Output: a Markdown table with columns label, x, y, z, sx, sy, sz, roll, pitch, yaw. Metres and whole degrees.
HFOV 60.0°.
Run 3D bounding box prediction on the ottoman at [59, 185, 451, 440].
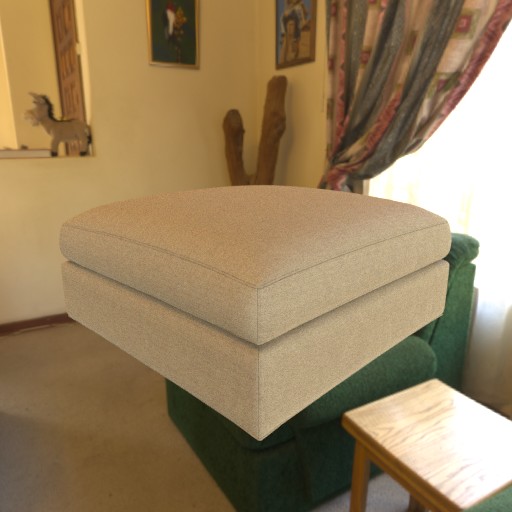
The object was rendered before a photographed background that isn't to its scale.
| label | x | y | z | sx | sy | sz | roll | pitch | yaw |
| --- | --- | --- | --- | --- | --- | --- | --- | --- | --- |
| ottoman | 0.000 | 0.000 | 1.624 | 1.041 | 0.470 | 1.041 | 15 | 21 | 43 |
